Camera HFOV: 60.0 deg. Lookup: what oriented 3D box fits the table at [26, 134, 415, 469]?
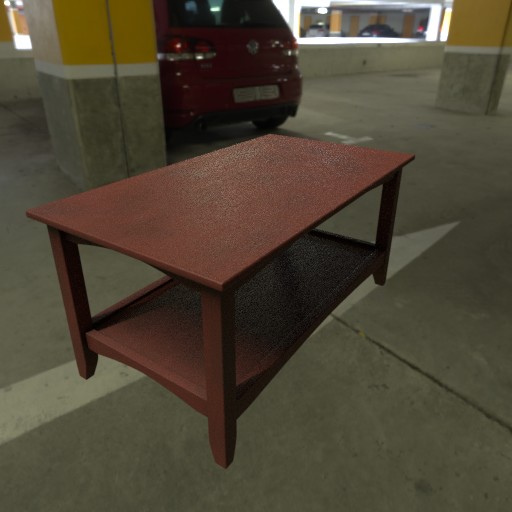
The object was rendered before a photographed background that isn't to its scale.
[{"bbox_3d":[0.000,0.000,1.247,0.533,0.456,0.943,18,32,31],"label":"table"}]
